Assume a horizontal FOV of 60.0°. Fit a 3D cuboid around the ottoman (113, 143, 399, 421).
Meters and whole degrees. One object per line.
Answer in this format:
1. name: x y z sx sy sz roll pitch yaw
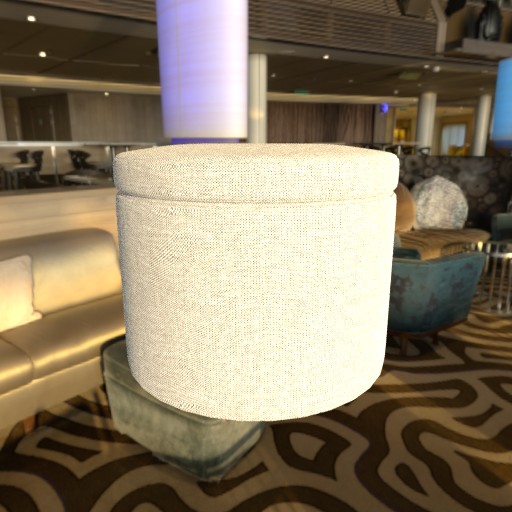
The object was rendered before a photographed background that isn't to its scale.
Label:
1. ottoman: 0.000 0.000 0.853 0.500 0.419 0.500 0 14 0
